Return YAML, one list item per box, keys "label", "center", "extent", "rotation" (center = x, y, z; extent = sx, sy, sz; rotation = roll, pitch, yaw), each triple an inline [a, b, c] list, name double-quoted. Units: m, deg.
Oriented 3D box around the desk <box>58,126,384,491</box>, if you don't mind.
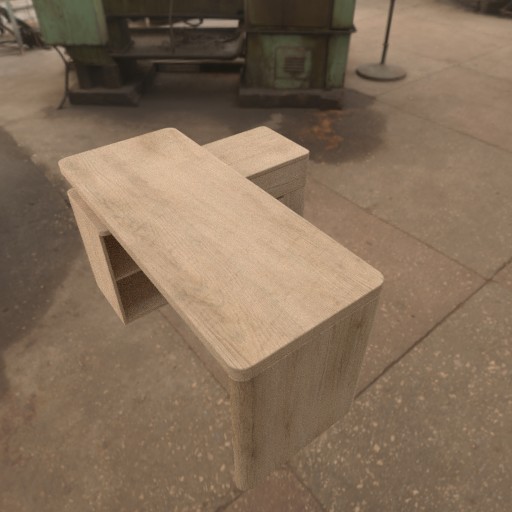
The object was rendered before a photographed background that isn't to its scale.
- label: "desk"
  center: [0.000, 0.000, 2.063]
  extent: [1.175, 0.770, 1.400]
  rotation: [-26, 47, -27]
